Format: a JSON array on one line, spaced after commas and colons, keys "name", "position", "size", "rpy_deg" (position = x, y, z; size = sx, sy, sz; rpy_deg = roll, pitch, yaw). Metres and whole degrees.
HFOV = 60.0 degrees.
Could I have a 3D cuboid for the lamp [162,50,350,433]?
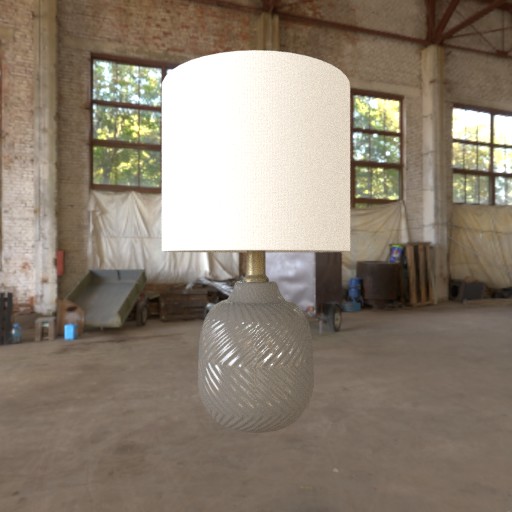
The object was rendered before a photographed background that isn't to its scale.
[{"name": "lamp", "position": [0.000, 0.000, 0.497], "size": [0.207, 0.366, 0.207], "rpy_deg": [0, 0, 0]}]
